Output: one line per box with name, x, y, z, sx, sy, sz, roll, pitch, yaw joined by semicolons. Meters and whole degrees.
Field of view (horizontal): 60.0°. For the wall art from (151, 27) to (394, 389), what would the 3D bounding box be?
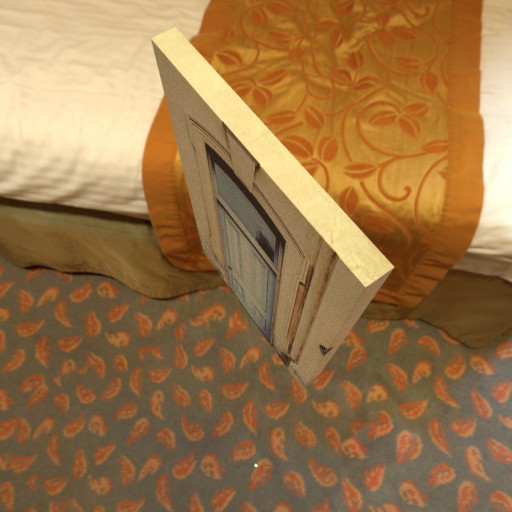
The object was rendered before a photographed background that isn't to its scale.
wall art;0.000;0.000;0.757;0.036;0.607;0.403;-32;69;-14
